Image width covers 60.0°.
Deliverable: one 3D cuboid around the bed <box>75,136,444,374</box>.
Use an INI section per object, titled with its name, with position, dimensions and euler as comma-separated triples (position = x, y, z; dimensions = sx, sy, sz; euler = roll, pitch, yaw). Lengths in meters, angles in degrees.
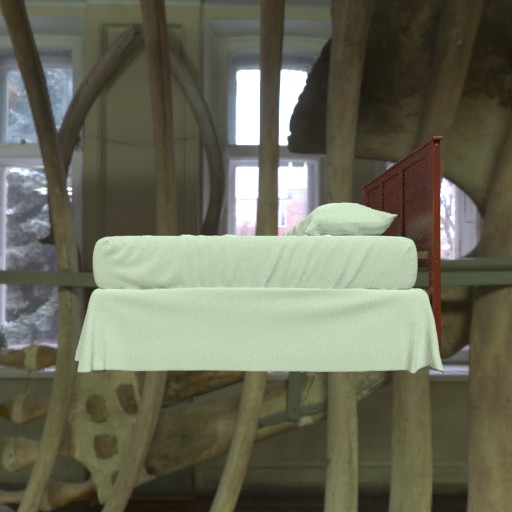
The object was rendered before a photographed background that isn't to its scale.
[bed]
position = 0.000, 0.000, 3.216
dimensions = 2.050, 1.270, 1.870
euler = 0, -1, 0
